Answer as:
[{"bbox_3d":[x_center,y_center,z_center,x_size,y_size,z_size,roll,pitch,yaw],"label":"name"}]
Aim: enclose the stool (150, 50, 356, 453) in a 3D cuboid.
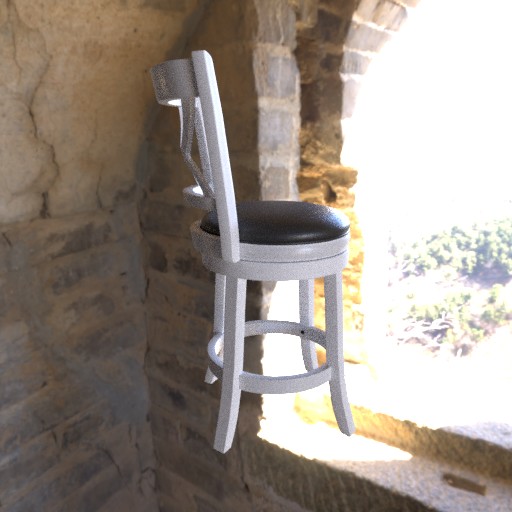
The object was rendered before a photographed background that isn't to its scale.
[{"bbox_3d":[0.000,0.000,1.212,0.508,0.953,0.444,-3,15,-10],"label":"stool"}]
